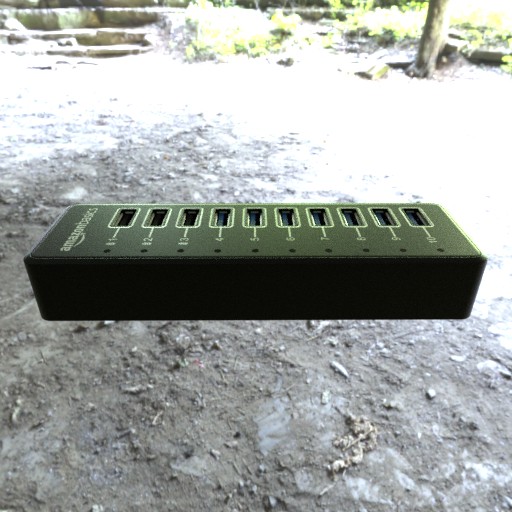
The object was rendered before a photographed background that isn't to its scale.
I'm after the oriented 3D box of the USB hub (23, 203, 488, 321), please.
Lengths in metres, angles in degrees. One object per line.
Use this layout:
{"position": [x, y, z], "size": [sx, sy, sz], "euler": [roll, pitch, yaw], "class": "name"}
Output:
{"position": [0.000, 0.000, 0.159], "size": [0.145, 0.023, 0.044], "euler": [0, 31, 0], "class": "USB hub"}
